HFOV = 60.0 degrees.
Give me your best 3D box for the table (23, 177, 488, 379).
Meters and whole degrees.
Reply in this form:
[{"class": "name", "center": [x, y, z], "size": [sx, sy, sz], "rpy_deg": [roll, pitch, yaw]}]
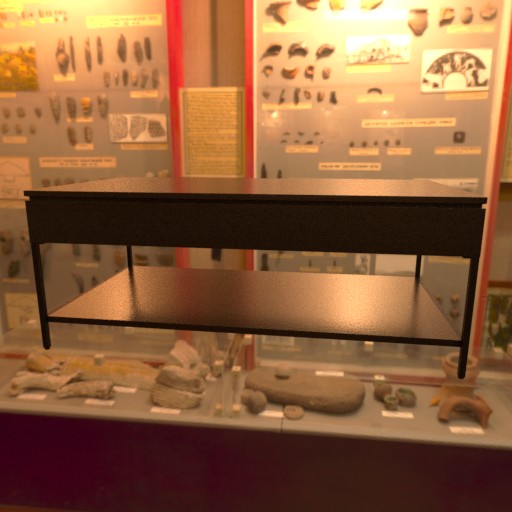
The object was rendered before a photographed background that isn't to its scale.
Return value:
[{"class": "table", "center": [0.000, 0.000, 1.359], "size": [1.095, 0.435, 0.574], "rpy_deg": [2, 14, 8]}]
